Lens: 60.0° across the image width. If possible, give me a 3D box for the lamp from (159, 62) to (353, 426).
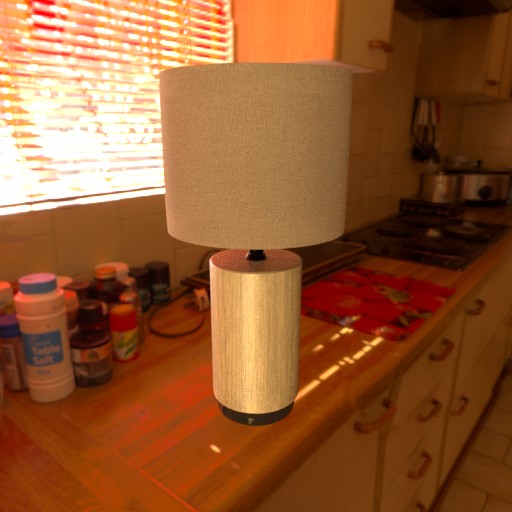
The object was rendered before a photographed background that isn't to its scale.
[{"bbox_3d":[0.000,0.000,0.588,0.228,0.444,0.228,3,16,9],"label":"lamp"}]
